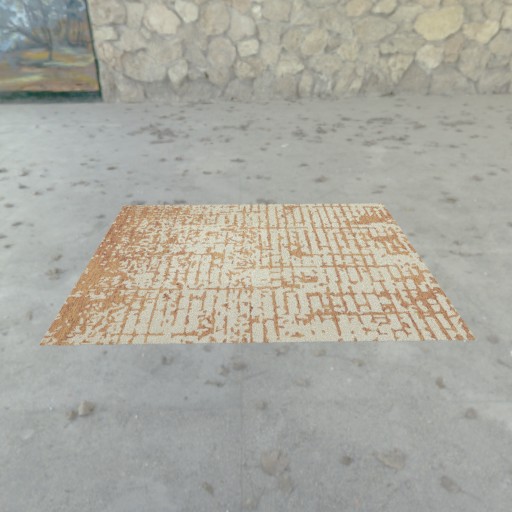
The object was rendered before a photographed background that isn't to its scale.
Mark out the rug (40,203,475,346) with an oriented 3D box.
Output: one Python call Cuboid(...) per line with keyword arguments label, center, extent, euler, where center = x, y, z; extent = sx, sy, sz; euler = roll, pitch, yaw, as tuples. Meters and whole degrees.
Cuboid(label="rug", center=(0.000, 0.000, 4.150), extent=(3.050, 0.011, 2.441), euler=(-1, 30, -1))
